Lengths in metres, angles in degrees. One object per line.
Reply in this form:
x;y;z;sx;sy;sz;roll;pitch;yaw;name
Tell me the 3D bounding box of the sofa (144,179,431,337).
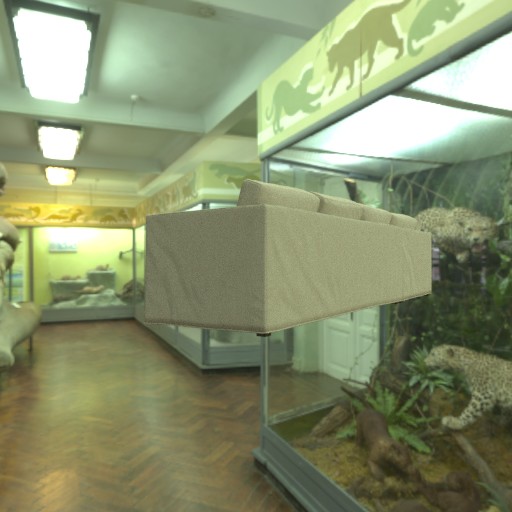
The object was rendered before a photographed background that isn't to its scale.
0.000;0.000;4.223;2.432;0.871;3.182;0;0;36;sofa
